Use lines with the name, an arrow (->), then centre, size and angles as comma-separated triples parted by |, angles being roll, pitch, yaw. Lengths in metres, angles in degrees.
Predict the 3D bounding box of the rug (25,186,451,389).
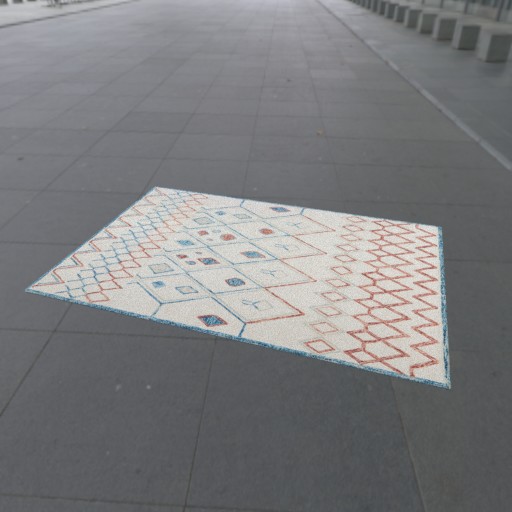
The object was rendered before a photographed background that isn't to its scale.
rug -> 0.000, 0.000, 2.275 | 1.829, 0.016, 1.219 | 10, 34, 15
